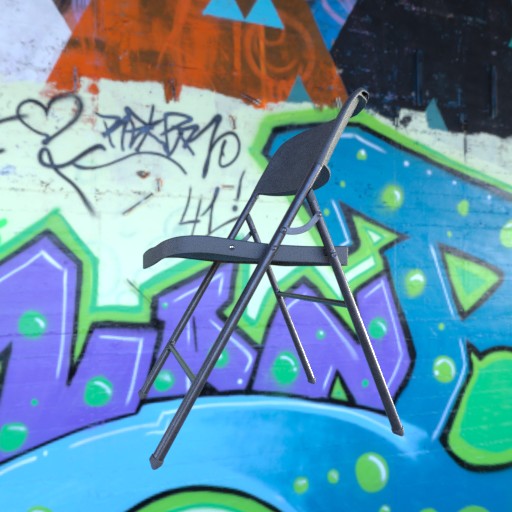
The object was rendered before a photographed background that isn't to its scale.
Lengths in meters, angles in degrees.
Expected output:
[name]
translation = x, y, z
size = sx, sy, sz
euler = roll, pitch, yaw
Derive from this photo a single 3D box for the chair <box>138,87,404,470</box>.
[chair]
translation = 0.000, 0.000, 1.147
size = 0.567, 0.810, 0.494
euler = 0, -2, -17
